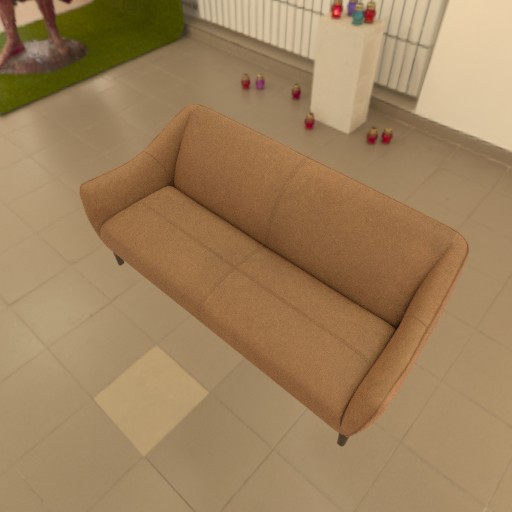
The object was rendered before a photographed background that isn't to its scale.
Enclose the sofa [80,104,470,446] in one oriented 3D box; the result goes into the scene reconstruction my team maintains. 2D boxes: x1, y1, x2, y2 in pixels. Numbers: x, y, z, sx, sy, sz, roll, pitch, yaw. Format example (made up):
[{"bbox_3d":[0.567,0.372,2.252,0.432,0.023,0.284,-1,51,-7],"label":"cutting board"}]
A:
[{"bbox_3d":[0.000,0.000,2.379,1.928,0.830,0.869,33,56,26],"label":"sofa"}]
